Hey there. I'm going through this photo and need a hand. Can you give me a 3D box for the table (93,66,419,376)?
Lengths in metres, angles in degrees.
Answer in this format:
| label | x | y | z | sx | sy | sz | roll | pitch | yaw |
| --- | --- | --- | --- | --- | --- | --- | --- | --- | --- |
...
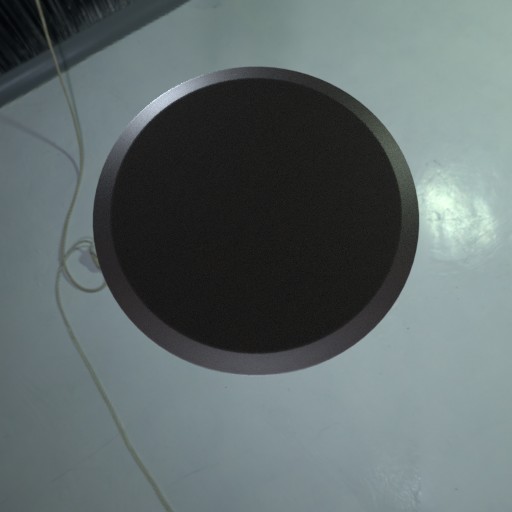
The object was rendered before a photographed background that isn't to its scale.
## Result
| label | x | y | z | sx | sy | sz | roll | pitch | yaw |
| --- | --- | --- | --- | --- | --- | --- | --- | --- | --- |
| table | 0.000 | 0.000 | 0.896 | 0.457 | 0.585 | 0.457 | 0 | 76 | 0 |
